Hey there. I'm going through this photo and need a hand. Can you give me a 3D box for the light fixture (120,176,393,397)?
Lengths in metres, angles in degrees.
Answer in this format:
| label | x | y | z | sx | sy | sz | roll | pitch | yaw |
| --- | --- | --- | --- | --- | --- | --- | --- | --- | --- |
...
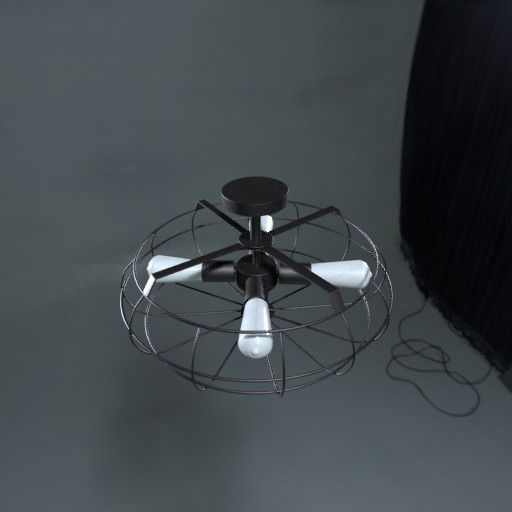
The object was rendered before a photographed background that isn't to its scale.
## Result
| label | x | y | z | sx | sy | sz | roll | pitch | yaw |
| --- | --- | --- | --- | --- | --- | --- | --- | --- | --- |
| light fixture | 0.000 | 0.000 | 0.946 | 0.582 | 0.311 | 0.582 | 0 | 32 | 0 |
